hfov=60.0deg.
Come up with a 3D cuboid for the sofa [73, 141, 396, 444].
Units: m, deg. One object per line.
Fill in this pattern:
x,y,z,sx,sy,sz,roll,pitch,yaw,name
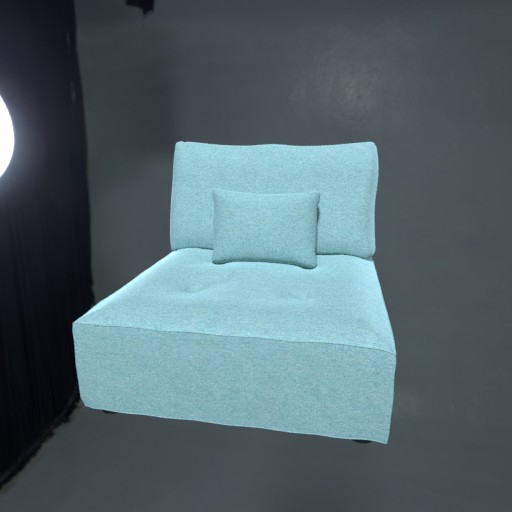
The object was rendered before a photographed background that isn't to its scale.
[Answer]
0.000,0.000,1.674,0.930,0.820,1.000,3,16,10,sofa
